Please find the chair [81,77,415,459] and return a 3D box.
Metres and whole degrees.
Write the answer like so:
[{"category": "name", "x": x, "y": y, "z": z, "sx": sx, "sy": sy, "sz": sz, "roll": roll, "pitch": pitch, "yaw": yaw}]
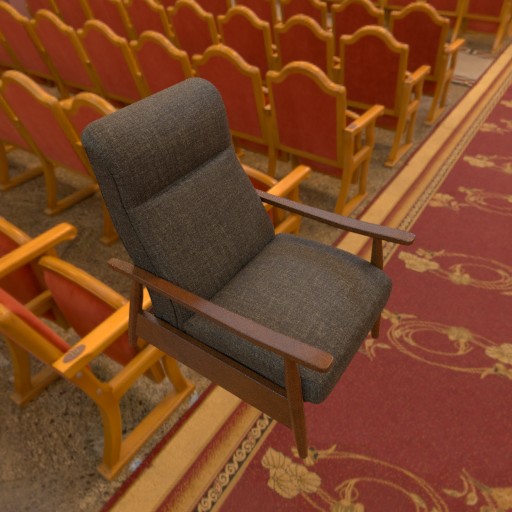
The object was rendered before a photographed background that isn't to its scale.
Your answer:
[{"category": "chair", "x": 0.000, "y": 0.000, "z": 1.778, "sx": 1.014, "sy": 1.082, "sz": 0.762, "roll": 24, "pitch": 47, "yaw": 25}]
